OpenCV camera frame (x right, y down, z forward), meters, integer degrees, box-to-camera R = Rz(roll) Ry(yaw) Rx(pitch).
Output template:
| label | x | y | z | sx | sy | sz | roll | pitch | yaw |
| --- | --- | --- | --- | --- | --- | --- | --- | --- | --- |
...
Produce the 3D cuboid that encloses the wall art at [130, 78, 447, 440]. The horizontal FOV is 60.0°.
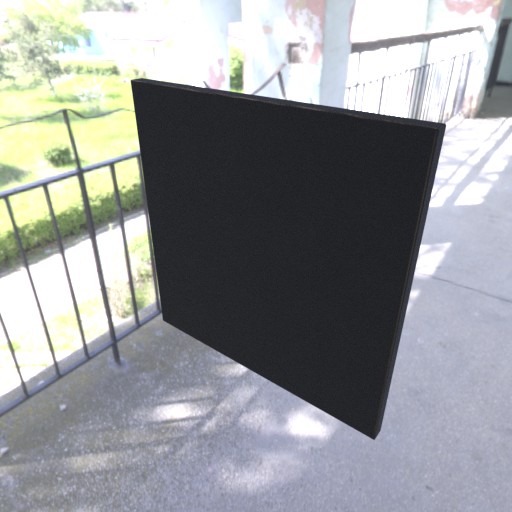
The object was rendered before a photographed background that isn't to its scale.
| label | x | y | z | sx | sy | sz | roll | pitch | yaw |
| --- | --- | --- | --- | --- | --- | --- | --- | --- | --- |
| wall art | 0.000 | 0.000 | 0.442 | 0.304 | 0.303 | 0.015 | 21 | 37 | 32 |
